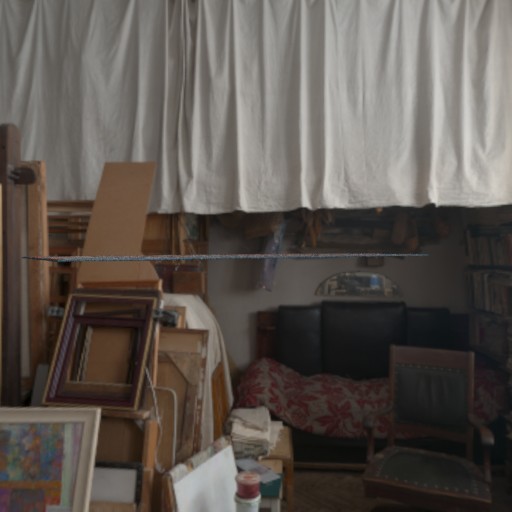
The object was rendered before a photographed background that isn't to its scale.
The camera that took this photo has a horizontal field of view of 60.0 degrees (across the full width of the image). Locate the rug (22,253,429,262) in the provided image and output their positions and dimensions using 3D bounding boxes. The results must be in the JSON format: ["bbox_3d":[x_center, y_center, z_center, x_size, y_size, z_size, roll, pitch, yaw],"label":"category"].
[{"bbox_3d":[0.000,0.000,2.712,2.459,0.010,0.801,-1,1,-36],"label":"rug"}]
